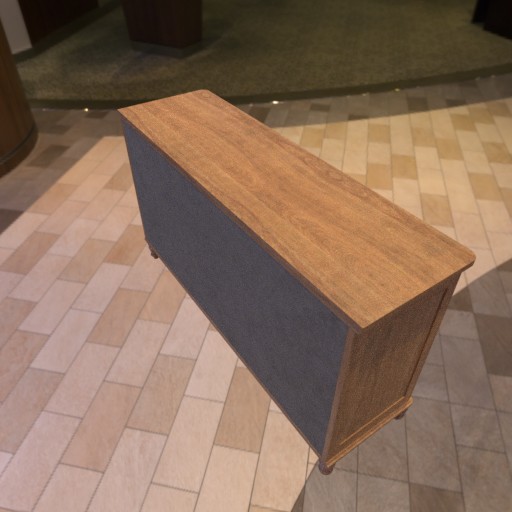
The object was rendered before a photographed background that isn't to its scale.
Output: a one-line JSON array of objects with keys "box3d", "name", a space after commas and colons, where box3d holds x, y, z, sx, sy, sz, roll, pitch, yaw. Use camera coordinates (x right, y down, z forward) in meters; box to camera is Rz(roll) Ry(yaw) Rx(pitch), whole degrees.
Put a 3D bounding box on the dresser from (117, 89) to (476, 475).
[{"box3d": [0.000, 0.000, 1.944, 0.468, 0.892, 1.583, -24, 46, -25], "name": "dresser"}]
